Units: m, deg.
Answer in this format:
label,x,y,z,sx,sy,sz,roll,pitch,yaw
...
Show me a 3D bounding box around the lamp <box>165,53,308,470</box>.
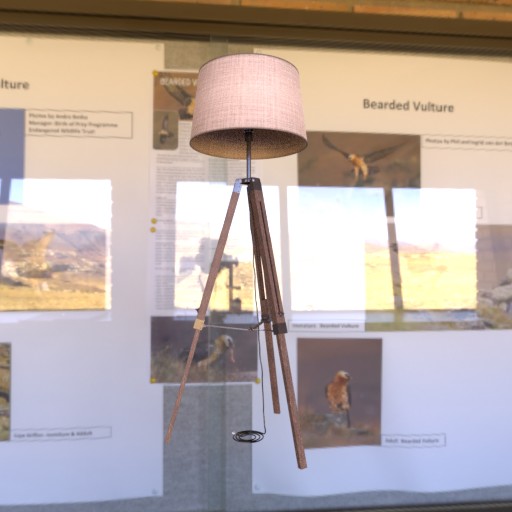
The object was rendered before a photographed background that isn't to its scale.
label,x,y,z,sx,sy,sz,roll,pitch,yaw
lamp,0.000,0.000,1.816,0.604,1.510,0.587,1,-1,-37
